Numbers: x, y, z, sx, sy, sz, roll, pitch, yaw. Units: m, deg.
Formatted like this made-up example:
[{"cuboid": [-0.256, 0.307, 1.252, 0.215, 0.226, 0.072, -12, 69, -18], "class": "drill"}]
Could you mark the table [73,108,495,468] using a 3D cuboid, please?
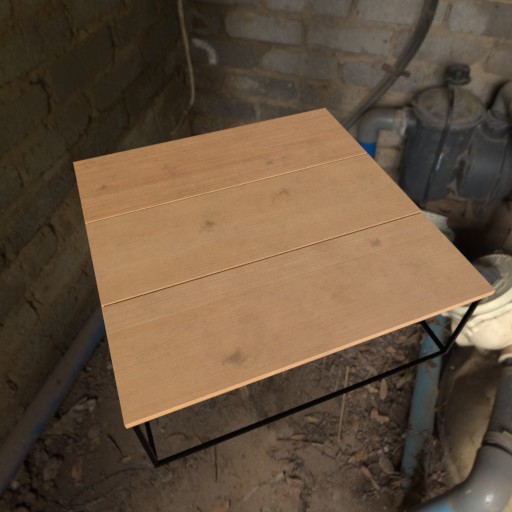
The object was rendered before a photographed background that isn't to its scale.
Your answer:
[{"cuboid": [0.000, 0.000, 1.673, 1.100, 0.400, 1.100, -16, 51, -14], "class": "table"}]
